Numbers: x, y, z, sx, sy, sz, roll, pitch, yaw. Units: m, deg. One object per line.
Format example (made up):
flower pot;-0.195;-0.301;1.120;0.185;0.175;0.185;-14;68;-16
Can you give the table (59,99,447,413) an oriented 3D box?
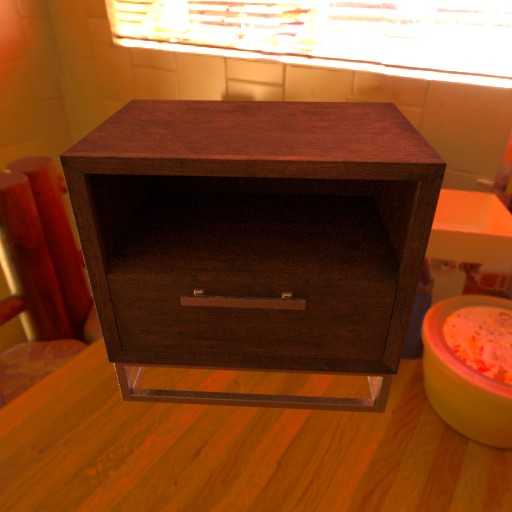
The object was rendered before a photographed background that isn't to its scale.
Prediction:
table;0.000;0.000;1.273;0.767;0.746;0.542;2;32;3
